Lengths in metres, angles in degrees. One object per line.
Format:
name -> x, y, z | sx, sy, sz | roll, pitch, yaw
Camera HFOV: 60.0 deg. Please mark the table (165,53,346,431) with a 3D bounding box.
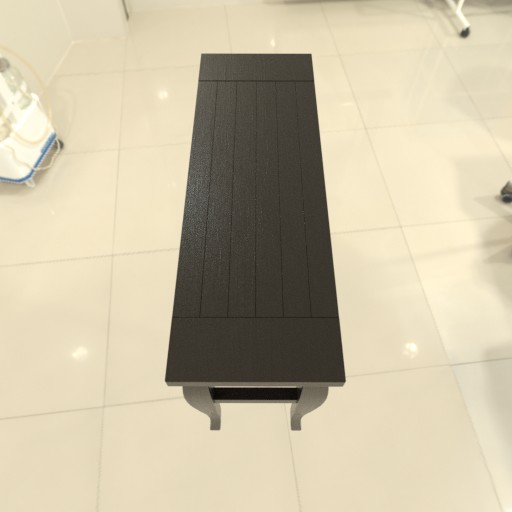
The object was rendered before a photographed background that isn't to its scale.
table -> 0.000, 0.000, 1.477 | 0.373, 0.768, 1.062 | 0, 58, 0
